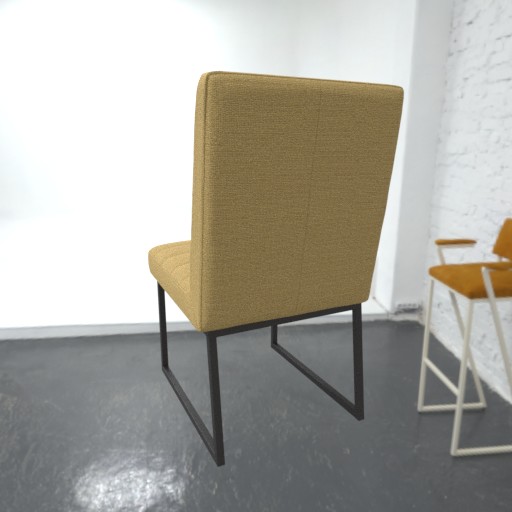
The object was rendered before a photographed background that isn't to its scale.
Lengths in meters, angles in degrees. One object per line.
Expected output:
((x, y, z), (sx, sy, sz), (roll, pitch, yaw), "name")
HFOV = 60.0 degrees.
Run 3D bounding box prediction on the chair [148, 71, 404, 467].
((0.000, 0.000, 1.324), (0.520, 0.930, 0.634), (-7, 15, -25), "chair")
